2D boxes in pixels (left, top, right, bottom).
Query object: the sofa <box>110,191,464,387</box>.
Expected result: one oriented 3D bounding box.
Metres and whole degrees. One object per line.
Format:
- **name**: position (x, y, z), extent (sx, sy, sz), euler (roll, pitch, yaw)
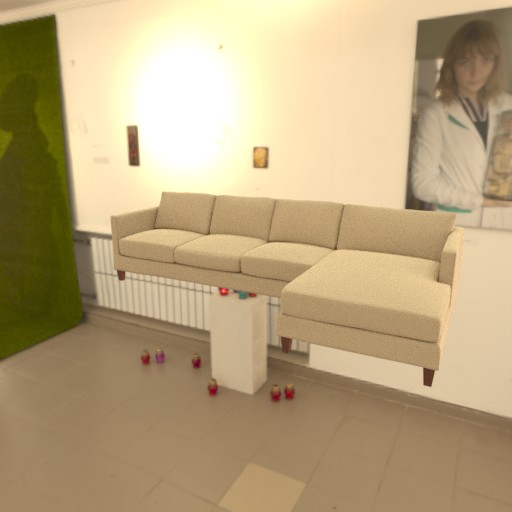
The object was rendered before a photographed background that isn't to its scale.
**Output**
- **sofa**: position (0.000, 0.000, 3.854), extent (3.186, 0.861, 1.625), euler (8, 17, 27)
